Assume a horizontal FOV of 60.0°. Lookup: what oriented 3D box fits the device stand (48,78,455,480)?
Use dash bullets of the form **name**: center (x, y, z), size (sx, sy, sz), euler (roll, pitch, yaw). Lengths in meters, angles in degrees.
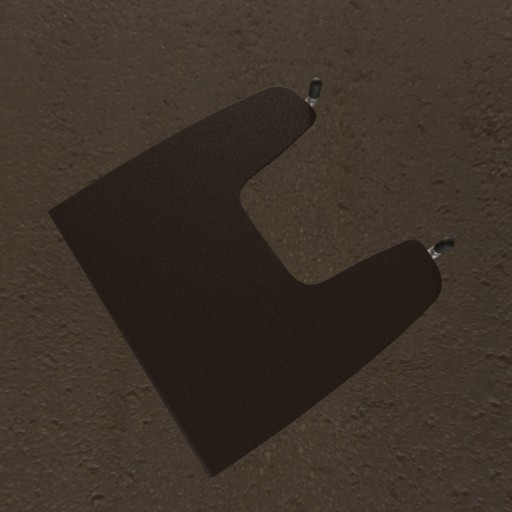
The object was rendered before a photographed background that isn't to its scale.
- **device stand**: center (0.000, 0.000, 0.355), size (0.230, 0.092, 0.230), euler (-34, 78, -8)
